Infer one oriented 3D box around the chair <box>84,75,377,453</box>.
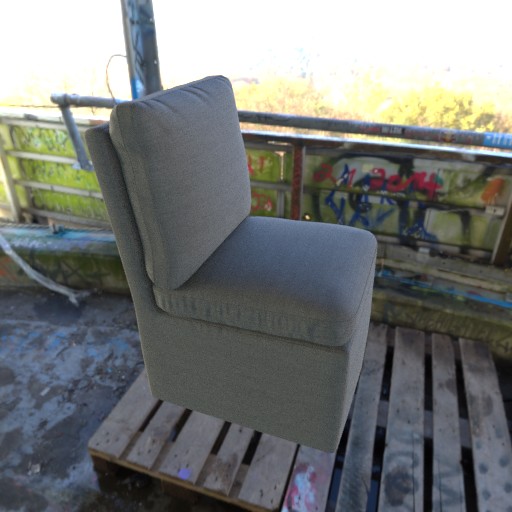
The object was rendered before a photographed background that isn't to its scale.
[{"bbox_3d":[0.000,0.000,1.311,0.698,0.927,0.503,11,32,18],"label":"chair"}]
